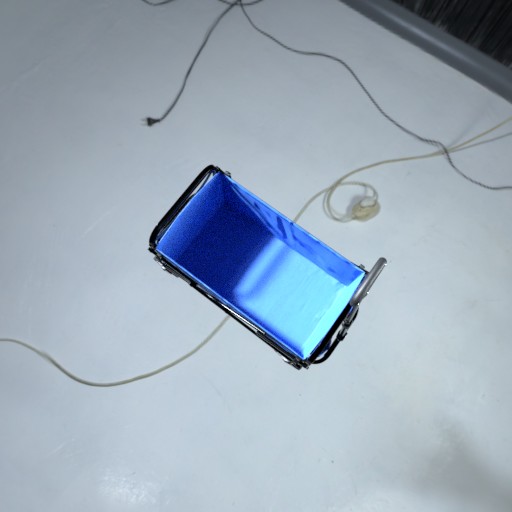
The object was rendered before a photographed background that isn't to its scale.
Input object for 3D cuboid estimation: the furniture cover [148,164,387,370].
[{"bbox_3d":[0.000,0.000,1.830,1.038,1.295,0.532,36,79,8],"label":"furniture cover"}]
